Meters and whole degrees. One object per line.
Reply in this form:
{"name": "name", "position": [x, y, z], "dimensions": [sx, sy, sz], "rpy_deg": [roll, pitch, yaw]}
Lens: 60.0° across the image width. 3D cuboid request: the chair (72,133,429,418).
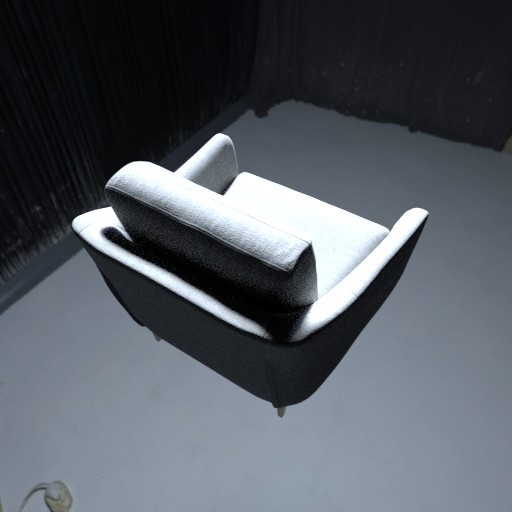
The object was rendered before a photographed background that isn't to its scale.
{"name": "chair", "position": [0.000, 0.000, 1.688], "dimensions": [0.986, 0.902, 0.961], "rpy_deg": [25, 52, 22]}
